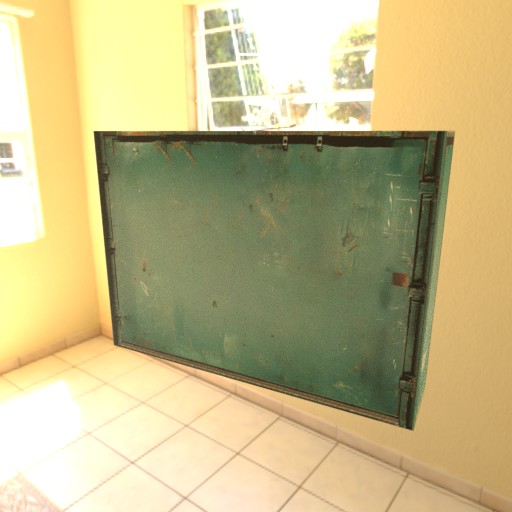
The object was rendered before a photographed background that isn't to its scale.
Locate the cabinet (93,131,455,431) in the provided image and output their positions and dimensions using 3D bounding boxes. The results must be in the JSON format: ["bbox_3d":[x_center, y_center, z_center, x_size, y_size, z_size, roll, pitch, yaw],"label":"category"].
[{"bbox_3d":[0.000,0.000,3.974,3.001,2.160,0.680,8,18,26],"label":"cabinet"}]
